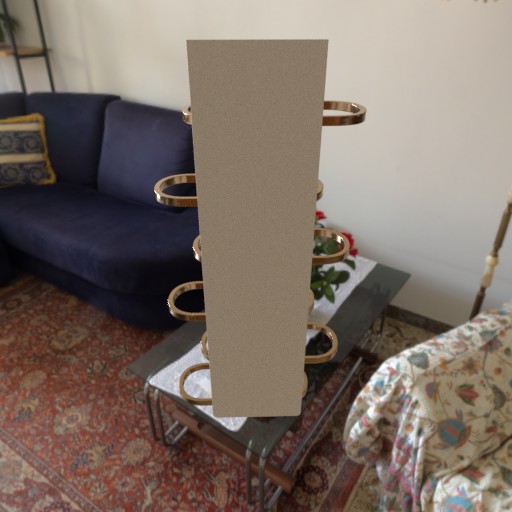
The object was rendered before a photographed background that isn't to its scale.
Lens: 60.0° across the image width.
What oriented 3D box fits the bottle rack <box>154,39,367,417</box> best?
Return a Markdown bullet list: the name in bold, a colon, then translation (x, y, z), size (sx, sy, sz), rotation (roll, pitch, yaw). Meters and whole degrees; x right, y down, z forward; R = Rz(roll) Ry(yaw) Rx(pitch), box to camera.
- **bottle rack**: translation (0.000, 0.000, 0.795), size (0.332, 0.709, 0.118), rotation (-1, 31, -1)
